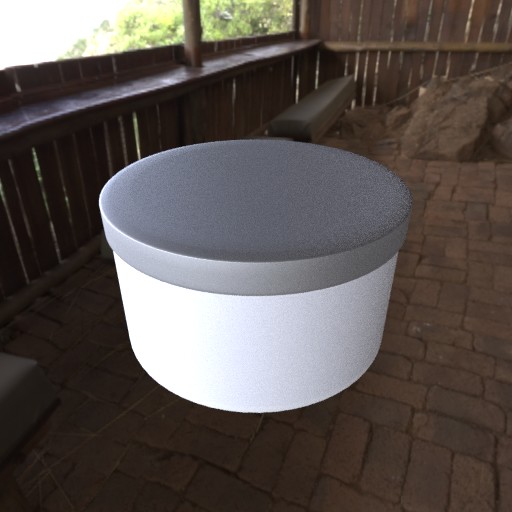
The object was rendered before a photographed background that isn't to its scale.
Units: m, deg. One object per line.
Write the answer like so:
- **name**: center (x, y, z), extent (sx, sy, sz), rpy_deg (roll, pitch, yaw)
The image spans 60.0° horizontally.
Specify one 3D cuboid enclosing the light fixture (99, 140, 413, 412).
- **light fixture**: center (0.000, 0.000, 0.638), extent (0.393, 0.229, 0.393), rpy_deg (0, 31, 0)
